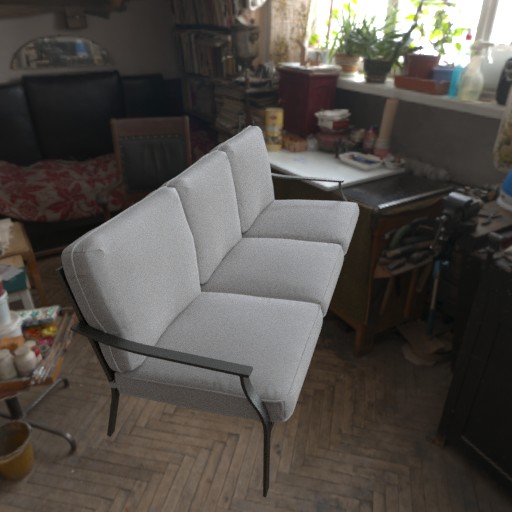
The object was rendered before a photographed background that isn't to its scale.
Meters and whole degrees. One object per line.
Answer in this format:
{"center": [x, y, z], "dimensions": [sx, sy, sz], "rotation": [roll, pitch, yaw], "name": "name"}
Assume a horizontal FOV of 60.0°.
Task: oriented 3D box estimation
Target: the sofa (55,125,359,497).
{"center": [0.000, 0.000, 2.126], "dimensions": [0.787, 0.860, 1.740], "rotation": [10, 31, 16], "name": "sofa"}
